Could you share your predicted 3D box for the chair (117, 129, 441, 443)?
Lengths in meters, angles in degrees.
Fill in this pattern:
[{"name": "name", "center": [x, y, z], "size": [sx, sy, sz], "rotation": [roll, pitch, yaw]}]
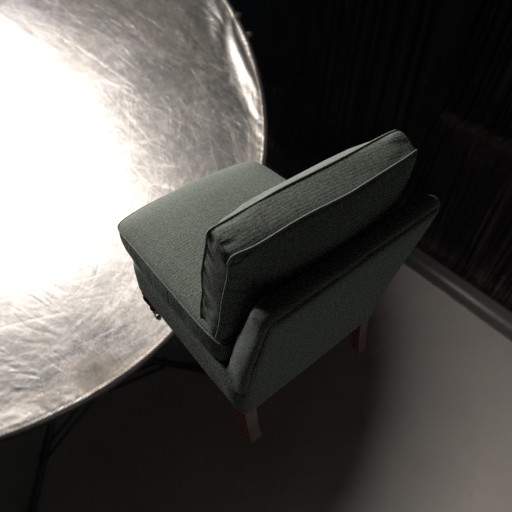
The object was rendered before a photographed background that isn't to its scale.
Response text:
[{"name": "chair", "center": [0.000, 0.000, 1.439], "size": [0.624, 0.901, 0.796], "rotation": [-31, 54, -26]}]
